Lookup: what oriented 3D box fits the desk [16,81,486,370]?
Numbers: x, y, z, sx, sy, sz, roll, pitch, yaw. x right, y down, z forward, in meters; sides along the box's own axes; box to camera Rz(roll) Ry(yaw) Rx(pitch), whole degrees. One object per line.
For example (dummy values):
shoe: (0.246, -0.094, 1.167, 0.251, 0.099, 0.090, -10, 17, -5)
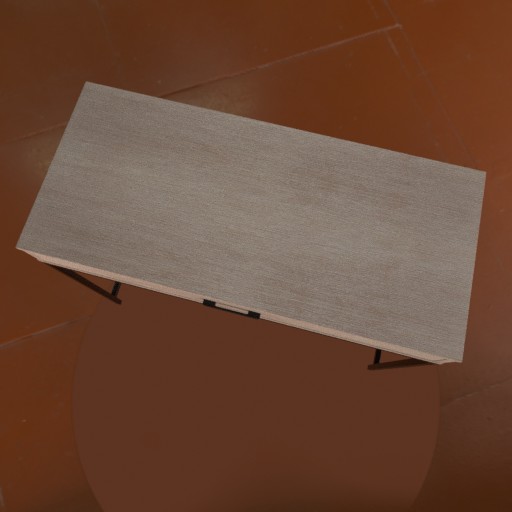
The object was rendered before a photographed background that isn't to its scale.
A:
desk: (0.000, 0.000, 1.399, 1.016, 0.762, 0.470, 14, 75, 4)
